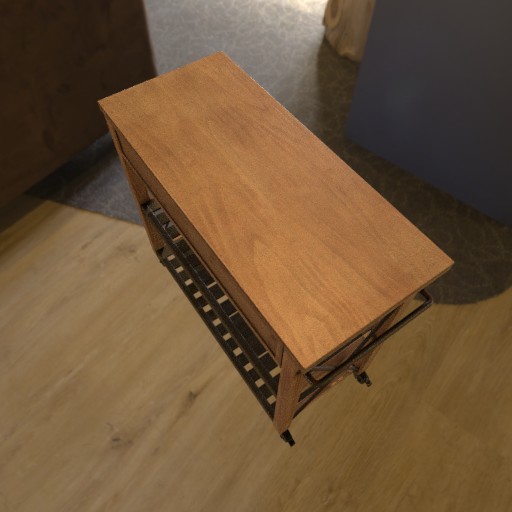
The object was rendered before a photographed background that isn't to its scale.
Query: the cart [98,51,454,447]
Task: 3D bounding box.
[{"bbox_3d":[0.000,0.000,0.995,0.298,0.554,0.686,-31,63,-18],"label":"cart"}]
